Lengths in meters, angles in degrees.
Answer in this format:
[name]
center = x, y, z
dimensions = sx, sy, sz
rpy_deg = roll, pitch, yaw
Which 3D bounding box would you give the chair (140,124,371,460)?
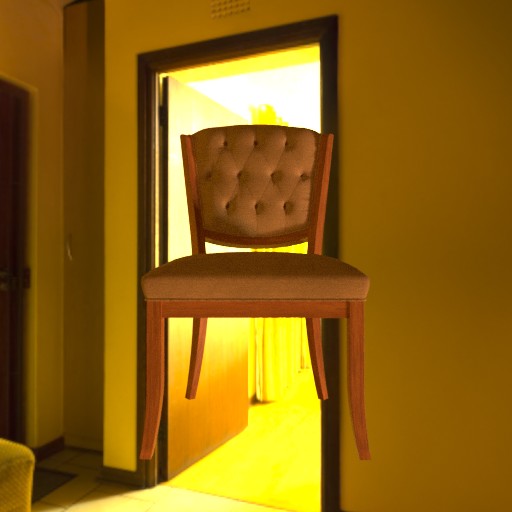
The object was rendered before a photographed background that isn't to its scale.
[chair]
center = 0.000, 0.000, 1.264
dimensions = 0.513, 0.905, 0.584
rpy_deg = 0, -1, 0
